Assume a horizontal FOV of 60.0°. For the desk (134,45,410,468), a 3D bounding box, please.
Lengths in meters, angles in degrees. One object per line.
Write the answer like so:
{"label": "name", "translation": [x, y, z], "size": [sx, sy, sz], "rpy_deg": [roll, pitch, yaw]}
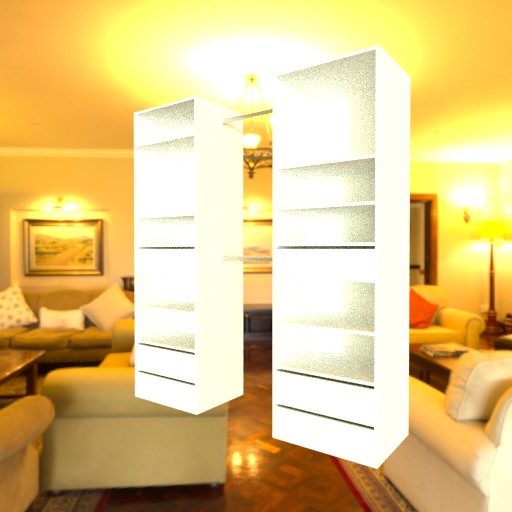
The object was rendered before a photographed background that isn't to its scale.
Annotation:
{"label": "desk", "translation": [0.000, 0.000, 2.804], "size": [1.770, 2.000, 0.480], "rpy_deg": [1, 1, 36]}
